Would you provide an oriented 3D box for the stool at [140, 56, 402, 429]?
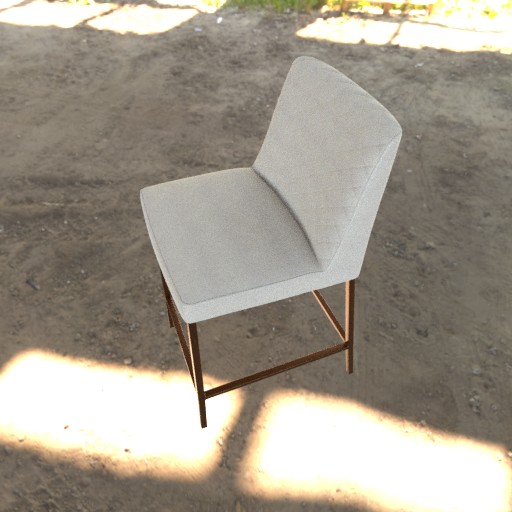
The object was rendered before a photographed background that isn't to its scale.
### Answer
[{"bbox_3d":[0.000,0.000,1.330,0.576,0.973,0.507,-15,47,-15],"label":"stool"}]
